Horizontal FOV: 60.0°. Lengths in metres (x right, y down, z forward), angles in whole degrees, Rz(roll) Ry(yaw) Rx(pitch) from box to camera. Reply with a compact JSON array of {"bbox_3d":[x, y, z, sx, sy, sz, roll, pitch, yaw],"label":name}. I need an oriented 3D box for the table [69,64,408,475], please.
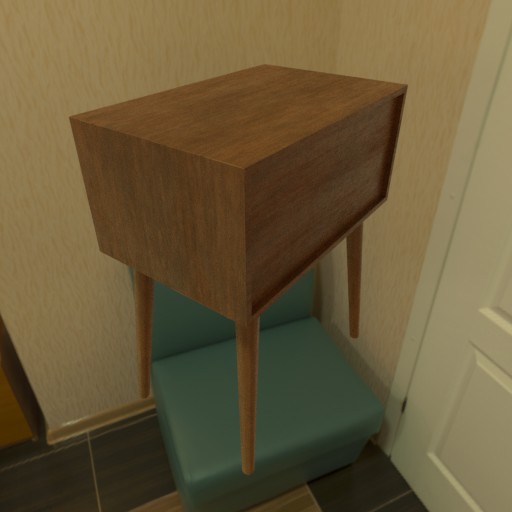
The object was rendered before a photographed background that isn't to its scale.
[{"bbox_3d":[0.000,0.000,0.839,0.307,0.580,0.454,22,40,30],"label":"table"}]
